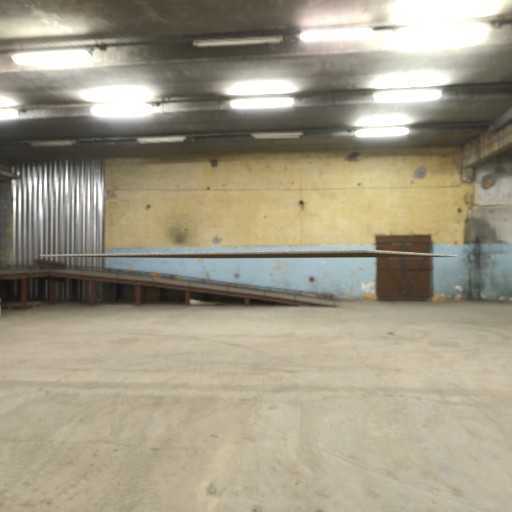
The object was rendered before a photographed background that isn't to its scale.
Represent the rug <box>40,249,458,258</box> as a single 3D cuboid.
[{"bbox_3d":[0.000,0.000,4.122,3.050,0.015,2.441,-1,-1,34],"label":"rug"}]
